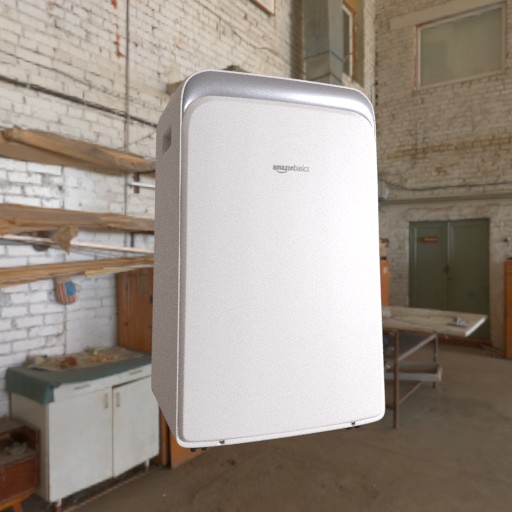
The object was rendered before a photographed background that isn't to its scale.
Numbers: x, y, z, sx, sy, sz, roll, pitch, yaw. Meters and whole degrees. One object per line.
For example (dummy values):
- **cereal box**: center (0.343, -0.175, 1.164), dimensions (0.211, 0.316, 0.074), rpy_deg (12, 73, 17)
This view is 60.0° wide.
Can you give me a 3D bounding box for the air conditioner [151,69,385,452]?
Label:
- **air conditioner**: center (0.000, 0.000, 1.075), dimensions (0.478, 0.765, 0.467), rpy_deg (0, 1, -19)
